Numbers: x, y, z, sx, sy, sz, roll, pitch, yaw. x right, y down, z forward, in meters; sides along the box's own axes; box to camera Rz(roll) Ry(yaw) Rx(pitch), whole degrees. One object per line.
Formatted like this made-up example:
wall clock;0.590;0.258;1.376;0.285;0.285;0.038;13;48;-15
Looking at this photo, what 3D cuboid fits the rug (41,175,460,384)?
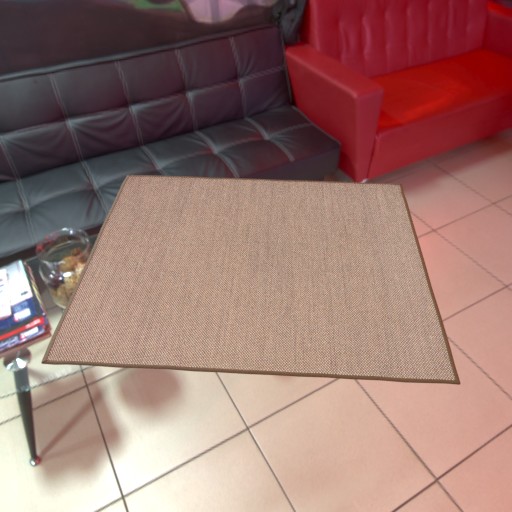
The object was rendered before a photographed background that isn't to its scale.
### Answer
rug;0.000;0.000;4.025;3.041;0.020;2.413;2;45;2
